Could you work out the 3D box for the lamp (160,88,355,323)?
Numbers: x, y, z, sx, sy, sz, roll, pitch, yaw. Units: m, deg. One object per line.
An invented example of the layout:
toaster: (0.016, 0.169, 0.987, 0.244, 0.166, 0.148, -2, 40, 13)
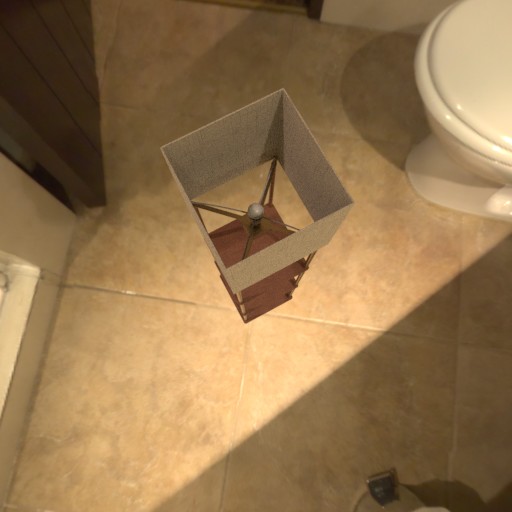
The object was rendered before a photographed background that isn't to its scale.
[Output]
lamp: (0.000, 0.000, 1.712, 0.308, 1.569, 0.310, -28, 79, -6)
